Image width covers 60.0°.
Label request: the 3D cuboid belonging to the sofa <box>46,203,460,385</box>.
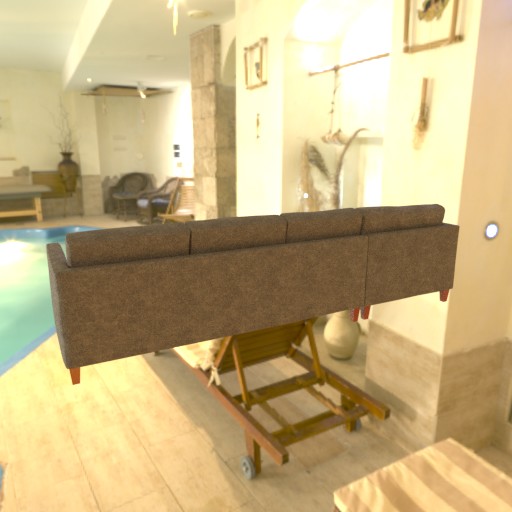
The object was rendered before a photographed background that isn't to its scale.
[{"bbox_3d":[0.000,0.000,4.072,3.471,0.954,1.606,-7,16,-26],"label":"sofa"}]
